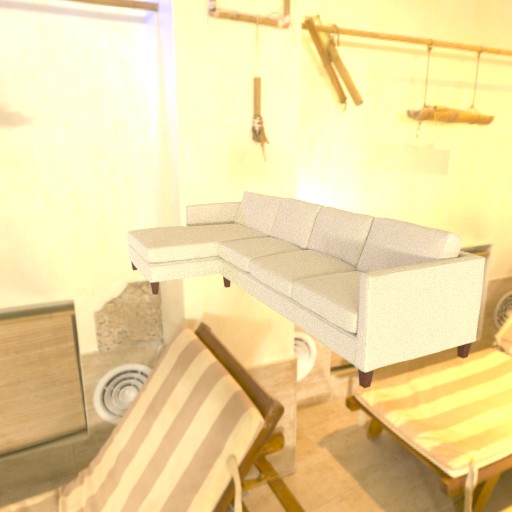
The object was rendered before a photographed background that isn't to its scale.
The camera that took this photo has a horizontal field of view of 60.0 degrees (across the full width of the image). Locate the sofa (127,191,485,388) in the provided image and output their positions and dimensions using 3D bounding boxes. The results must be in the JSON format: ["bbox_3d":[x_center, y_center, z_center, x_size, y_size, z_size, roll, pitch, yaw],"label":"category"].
[{"bbox_3d":[0.000,0.000,3.832,1.625,0.846,3.186,-7,16,-26],"label":"sofa"}]
